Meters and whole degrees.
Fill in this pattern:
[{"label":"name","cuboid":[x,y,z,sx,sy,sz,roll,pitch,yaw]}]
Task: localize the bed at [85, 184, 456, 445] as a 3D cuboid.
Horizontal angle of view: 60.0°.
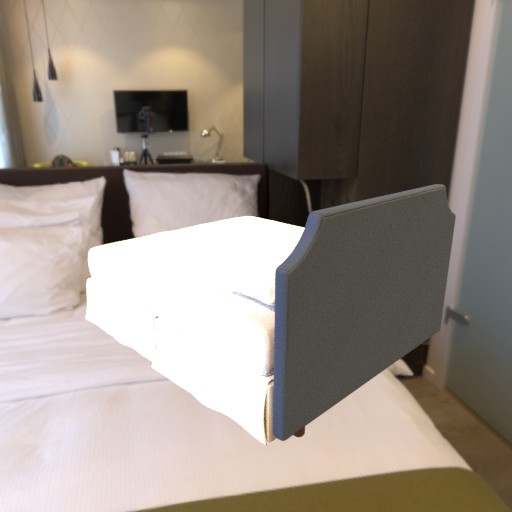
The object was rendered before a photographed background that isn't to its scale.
[{"label":"bed","cuboid":[0.000,0.000,4.229,2.350,1.488,2.773,-16,23,-41]}]
